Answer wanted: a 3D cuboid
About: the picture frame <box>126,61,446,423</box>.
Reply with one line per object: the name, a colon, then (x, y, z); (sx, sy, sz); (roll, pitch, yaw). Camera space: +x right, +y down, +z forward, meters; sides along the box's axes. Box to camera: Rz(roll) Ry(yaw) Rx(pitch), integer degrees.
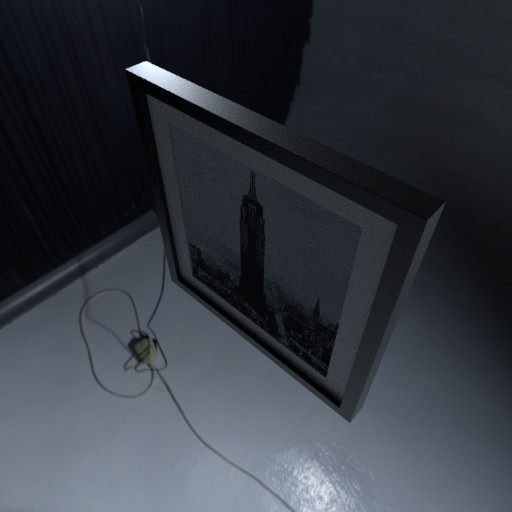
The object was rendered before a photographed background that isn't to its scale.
picture frame: (0.000, 0.000, 0.531); (0.355, 0.353, 0.029); (34, 55, 27)
